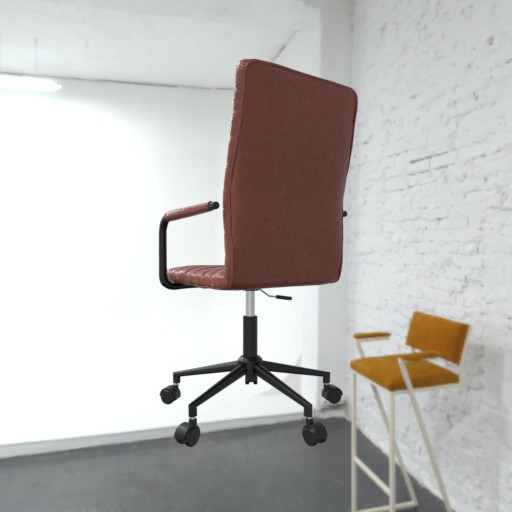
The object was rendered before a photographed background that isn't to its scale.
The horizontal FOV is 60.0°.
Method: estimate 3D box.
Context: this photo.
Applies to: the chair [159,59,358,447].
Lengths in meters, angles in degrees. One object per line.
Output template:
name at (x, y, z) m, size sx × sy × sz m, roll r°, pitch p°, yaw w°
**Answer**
chair at (0.000, 0.000, 1.363) m, size 0.608 × 0.979 × 0.580 m, roll -1°, pitch 1°, yaw -36°
